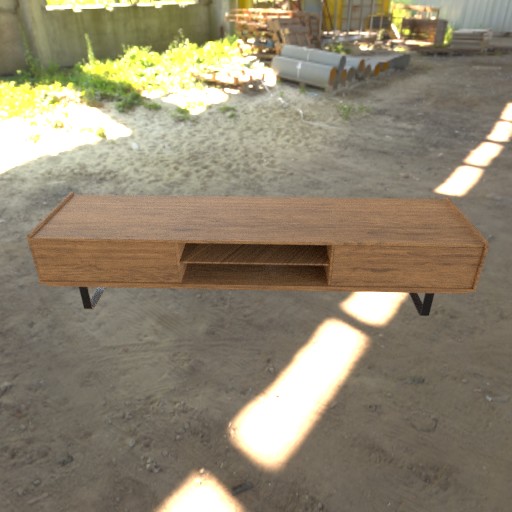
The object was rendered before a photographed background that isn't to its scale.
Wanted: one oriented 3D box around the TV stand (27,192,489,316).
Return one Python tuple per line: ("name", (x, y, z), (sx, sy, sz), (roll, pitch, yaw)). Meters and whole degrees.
("TV stand", (0.000, 0.000, 2.017), (1.796, 0.415, 0.467), (1, 30, 2))
